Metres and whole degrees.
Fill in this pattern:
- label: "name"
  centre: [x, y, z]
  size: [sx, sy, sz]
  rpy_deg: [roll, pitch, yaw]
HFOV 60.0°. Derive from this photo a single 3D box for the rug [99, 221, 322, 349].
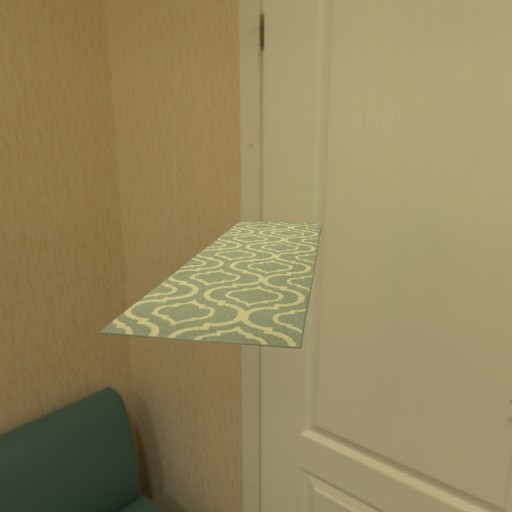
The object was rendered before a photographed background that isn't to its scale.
- label: "rug"
  centre: [0.000, 0.000, 2.514]
  size: [0.684, 0.009, 2.275]
  rpy_deg: [2, 14, 10]
